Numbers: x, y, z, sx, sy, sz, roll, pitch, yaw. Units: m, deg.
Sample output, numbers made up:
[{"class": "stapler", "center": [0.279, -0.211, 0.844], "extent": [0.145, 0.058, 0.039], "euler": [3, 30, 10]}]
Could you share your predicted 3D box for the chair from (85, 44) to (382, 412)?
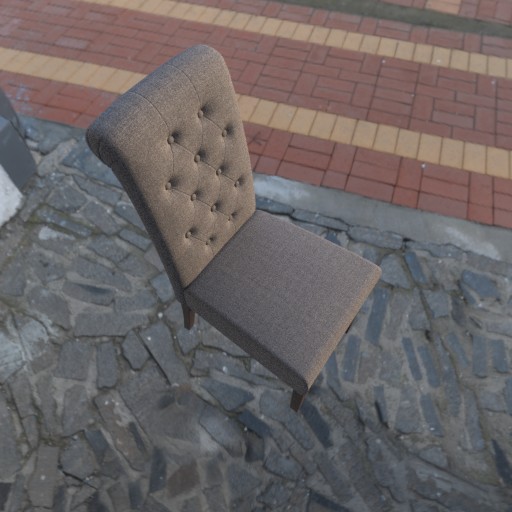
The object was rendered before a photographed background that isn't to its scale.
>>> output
[{"class": "chair", "center": [0.000, 0.000, 1.353], "extent": [0.671, 1.006, 0.456], "euler": [31, 63, 18]}]
